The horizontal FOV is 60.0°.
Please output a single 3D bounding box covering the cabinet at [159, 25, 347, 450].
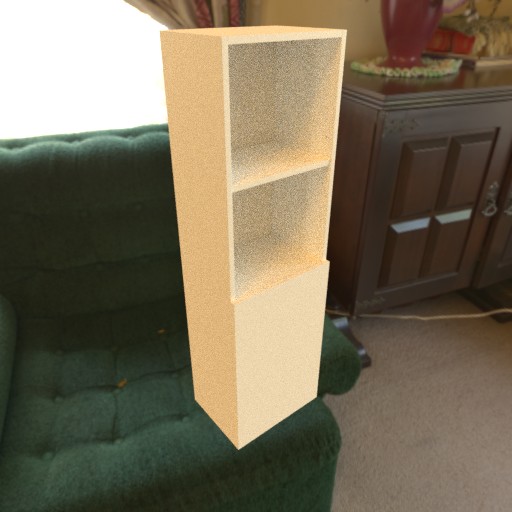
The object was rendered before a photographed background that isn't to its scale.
[{"bbox_3d":[0.000,0.000,1.485,0.400,1.350,0.300,-22,36,-33],"label":"cabinet"}]
